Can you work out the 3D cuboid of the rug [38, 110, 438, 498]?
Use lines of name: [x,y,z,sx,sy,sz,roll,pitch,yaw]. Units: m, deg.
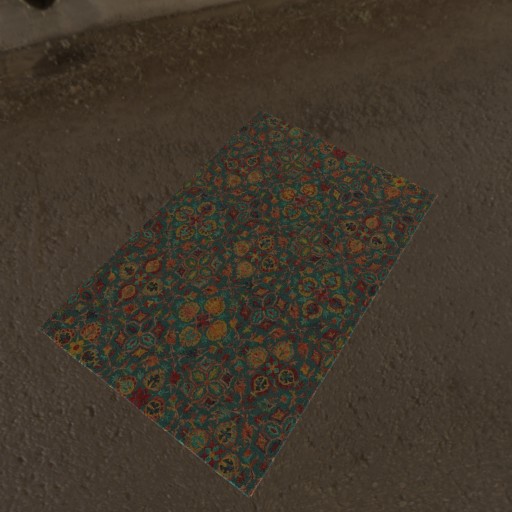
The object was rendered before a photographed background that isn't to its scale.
rug: [0.000,0.000,2.860,1.527,0.016,2.290,31,64,17]
